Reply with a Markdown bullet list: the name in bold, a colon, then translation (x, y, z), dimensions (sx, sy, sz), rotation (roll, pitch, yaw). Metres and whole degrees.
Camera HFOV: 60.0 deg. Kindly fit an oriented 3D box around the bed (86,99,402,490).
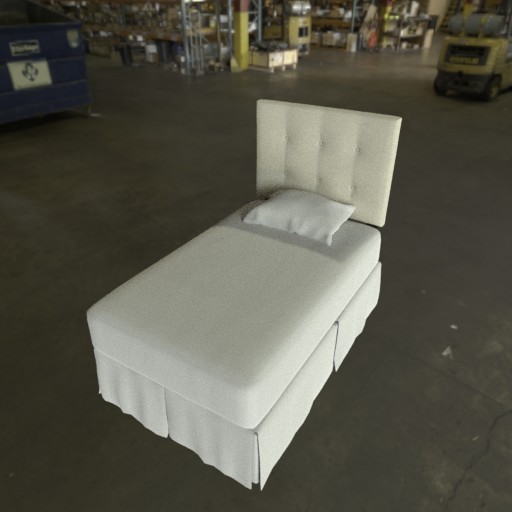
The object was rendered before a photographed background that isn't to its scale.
- **bed**: translation (0.000, 0.000, 2.952), dimensions (1.261, 1.571, 1.997), rotation (18, 35, 27)
